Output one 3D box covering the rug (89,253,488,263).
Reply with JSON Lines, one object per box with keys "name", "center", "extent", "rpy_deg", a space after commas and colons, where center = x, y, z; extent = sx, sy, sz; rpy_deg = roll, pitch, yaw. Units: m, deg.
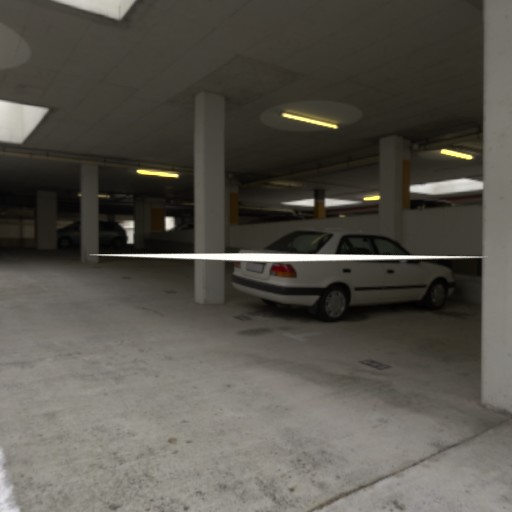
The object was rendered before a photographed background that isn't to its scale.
{"name": "rug", "center": [0.000, 0.000, 2.926], "extent": [1.523, 0.006, 2.289], "rpy_deg": [-1, 1, -36]}
